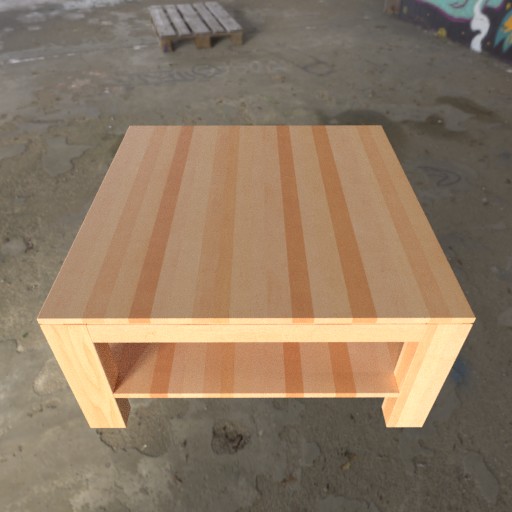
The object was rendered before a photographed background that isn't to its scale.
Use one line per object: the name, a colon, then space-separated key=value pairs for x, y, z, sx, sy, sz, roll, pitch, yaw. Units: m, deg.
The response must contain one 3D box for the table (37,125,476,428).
table: x=0.000 y=0.000 z=1.393 sx=0.900 sy=0.450 sz=0.900 roll=0 pitch=41 yaw=0
